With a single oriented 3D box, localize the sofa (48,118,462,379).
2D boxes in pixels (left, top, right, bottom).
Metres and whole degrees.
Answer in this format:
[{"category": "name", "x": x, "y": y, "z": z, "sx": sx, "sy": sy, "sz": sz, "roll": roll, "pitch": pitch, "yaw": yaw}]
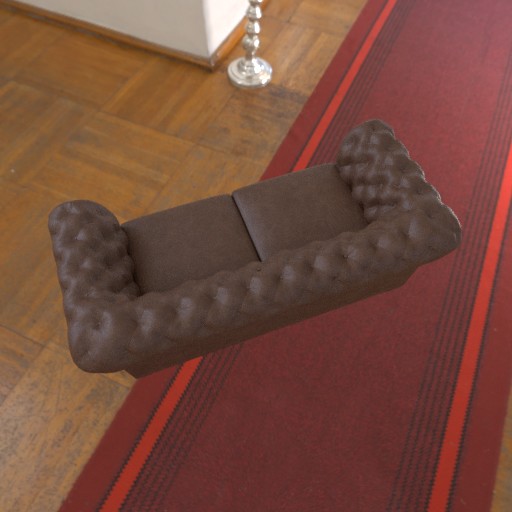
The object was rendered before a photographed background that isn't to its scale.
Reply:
[{"category": "sofa", "x": 0.000, "y": 0.000, "z": 2.561, "sx": 2.048, "sy": 0.784, "sz": 0.955, "roll": -18, "pitch": 61, "yaw": -10}]
